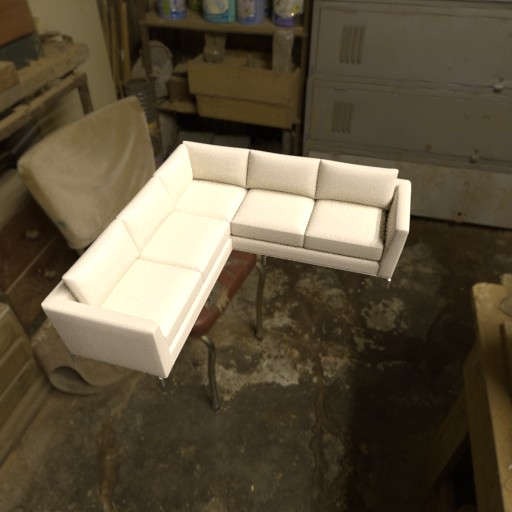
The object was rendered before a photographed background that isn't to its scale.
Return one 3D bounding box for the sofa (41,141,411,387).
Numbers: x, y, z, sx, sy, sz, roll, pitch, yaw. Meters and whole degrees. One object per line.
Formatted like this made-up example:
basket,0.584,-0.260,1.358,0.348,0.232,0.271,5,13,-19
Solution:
sofa,0.000,0.000,3.842,2.448,0.867,2.430,11,42,12
